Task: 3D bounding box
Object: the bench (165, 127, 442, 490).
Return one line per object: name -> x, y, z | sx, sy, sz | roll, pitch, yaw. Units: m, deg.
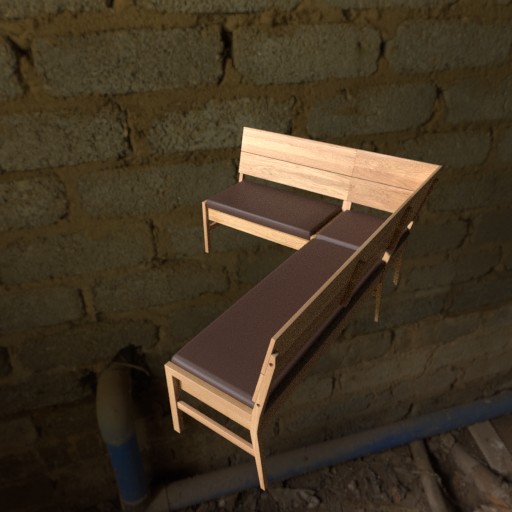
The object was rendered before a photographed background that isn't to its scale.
bench -> 0.000, 0.000, 2.723 | 1.549, 0.890, 1.975 | 20, 37, 28
